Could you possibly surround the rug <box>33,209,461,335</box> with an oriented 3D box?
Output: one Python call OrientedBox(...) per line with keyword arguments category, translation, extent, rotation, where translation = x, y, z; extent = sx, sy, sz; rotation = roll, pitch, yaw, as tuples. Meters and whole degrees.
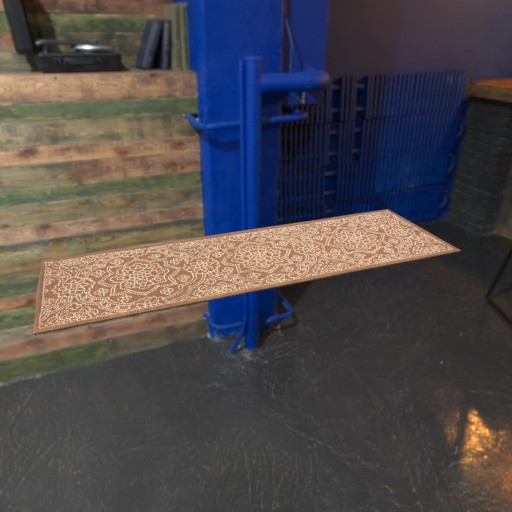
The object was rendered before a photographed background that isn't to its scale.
OrientedBox(category="rug", translation=(0.000, 0.000, 2.701), extent=(2.448, 0.012, 0.769), rotation=(-10, 28, -18))
